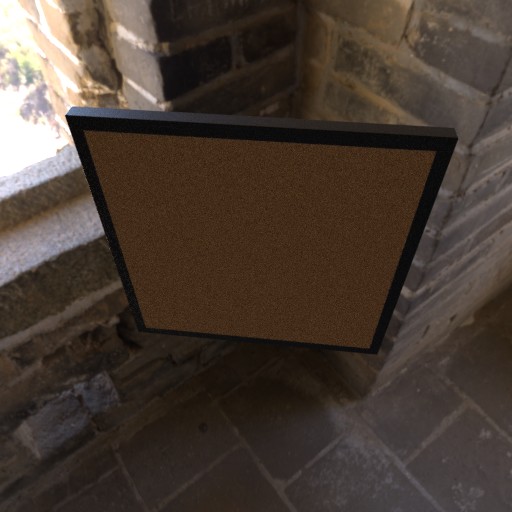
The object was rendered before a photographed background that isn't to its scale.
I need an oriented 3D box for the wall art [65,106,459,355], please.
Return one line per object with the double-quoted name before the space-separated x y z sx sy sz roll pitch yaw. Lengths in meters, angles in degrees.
"wall art" 0.000 0.000 1.145 0.765 0.765 0.038 5 47 4
